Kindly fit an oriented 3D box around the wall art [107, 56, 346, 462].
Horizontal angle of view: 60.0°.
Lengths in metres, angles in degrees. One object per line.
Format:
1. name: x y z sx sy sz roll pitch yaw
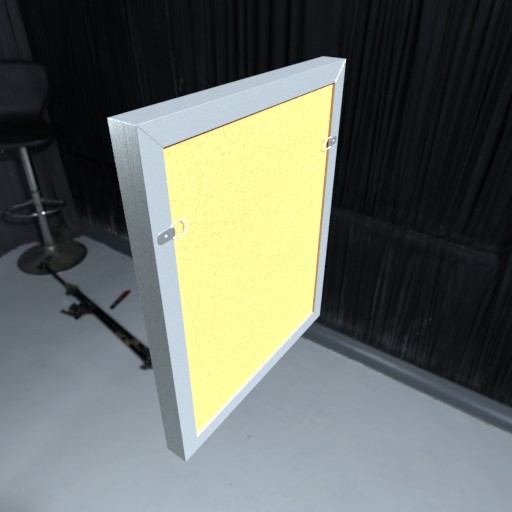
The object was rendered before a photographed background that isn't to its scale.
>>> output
1. wall art: 0.000 0.000 0.506 0.030 0.379 0.308 21 39 29
